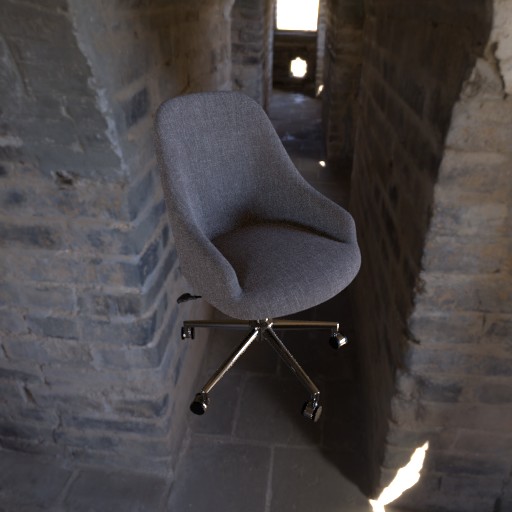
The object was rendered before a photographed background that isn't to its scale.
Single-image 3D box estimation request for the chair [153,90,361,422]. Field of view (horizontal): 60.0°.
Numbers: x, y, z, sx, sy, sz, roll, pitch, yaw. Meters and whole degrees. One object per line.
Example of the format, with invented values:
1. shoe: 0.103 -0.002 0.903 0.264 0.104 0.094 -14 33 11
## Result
1. chair: 0.000 0.000 1.495 0.671 0.950 0.712 -23 37 -33
